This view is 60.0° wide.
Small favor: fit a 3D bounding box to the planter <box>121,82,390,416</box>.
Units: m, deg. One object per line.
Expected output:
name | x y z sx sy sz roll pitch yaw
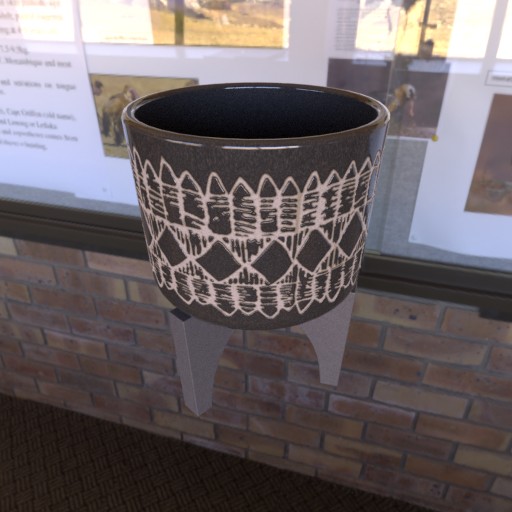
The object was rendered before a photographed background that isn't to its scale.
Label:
planter | 0.000 0.000 0.399 0.196 0.264 0.196 -8 32 -13
